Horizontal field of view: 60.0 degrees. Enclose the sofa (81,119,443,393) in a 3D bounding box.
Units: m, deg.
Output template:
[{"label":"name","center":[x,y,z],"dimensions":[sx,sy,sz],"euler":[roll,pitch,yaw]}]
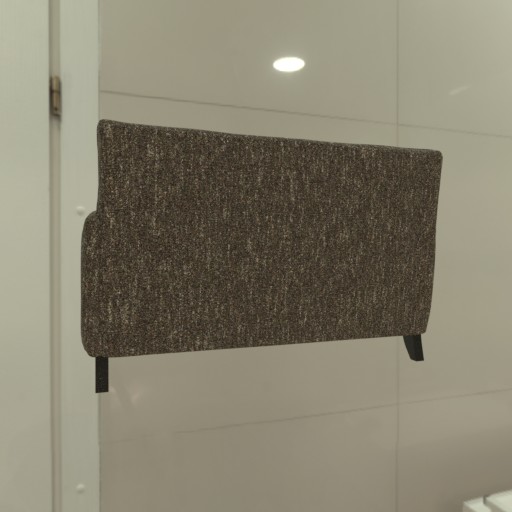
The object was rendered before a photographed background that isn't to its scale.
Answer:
[{"label":"sofa","center":[0.000,0.000,2.058],"dimensions":[1.519,0.946,0.801],"euler":[0,1,-19]}]
